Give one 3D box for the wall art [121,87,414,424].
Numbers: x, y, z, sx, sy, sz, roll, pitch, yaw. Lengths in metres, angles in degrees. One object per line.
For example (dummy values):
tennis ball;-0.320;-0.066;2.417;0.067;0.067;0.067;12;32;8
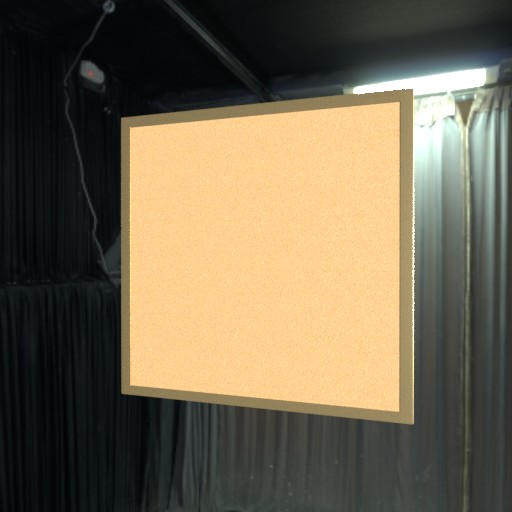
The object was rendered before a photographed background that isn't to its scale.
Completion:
wall art;0.000;0.000;0.456;0.305;0.305;0.023;0;0;17
